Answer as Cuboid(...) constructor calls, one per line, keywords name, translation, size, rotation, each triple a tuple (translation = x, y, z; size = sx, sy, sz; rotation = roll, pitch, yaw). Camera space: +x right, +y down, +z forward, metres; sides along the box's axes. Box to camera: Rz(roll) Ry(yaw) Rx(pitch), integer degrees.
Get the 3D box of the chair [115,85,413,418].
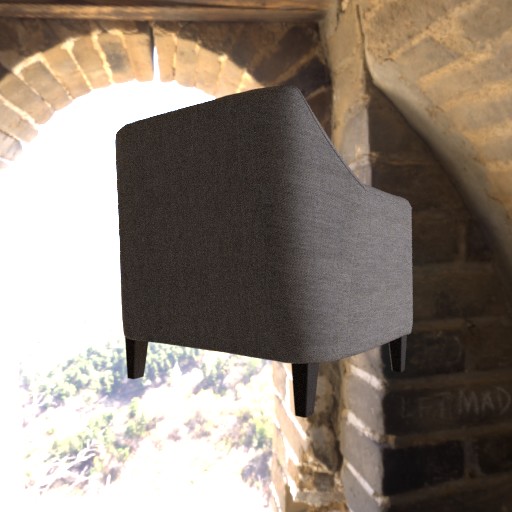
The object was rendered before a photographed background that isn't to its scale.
Cuboid(name="chair", translation=(0.000, 0.000, 1.416), size=(0.796, 0.761, 0.758), rotation=(-1, -1, 34))
